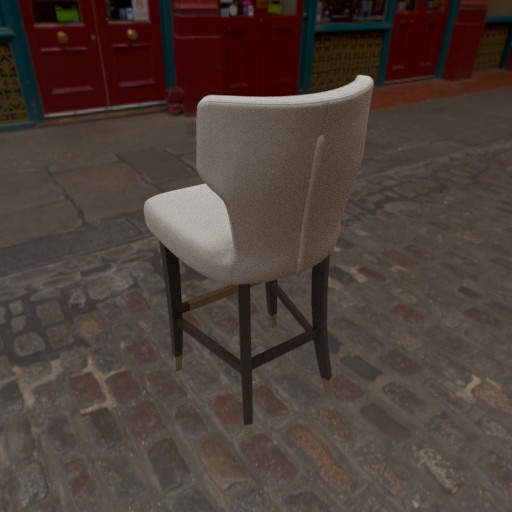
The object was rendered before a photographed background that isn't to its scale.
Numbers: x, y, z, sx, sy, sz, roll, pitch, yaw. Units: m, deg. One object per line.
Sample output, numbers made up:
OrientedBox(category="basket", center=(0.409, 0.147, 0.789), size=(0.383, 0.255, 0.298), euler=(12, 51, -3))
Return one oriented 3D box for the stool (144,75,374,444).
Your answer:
OrientedBox(category="stool", center=(0.000, 0.000, 1.428), size=(0.526, 1.092, 0.563), euler=(-19, 36, -29))
